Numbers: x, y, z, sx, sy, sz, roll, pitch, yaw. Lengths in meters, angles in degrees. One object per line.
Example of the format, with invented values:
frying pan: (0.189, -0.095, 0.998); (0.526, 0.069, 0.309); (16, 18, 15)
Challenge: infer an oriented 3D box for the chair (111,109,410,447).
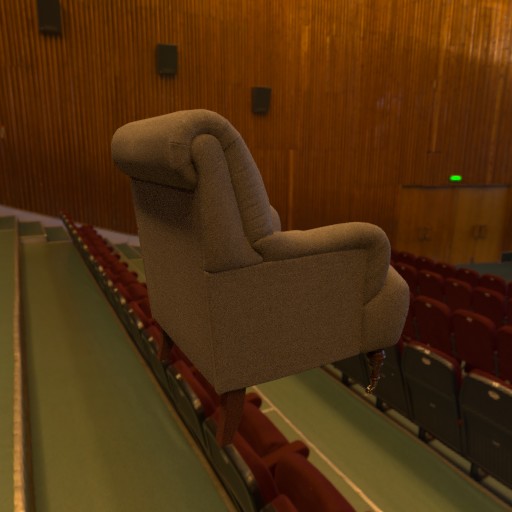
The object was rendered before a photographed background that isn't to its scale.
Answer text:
chair: (0.000, 0.000, 1.591); (0.843, 0.942, 0.766); (-7, 15, -27)
